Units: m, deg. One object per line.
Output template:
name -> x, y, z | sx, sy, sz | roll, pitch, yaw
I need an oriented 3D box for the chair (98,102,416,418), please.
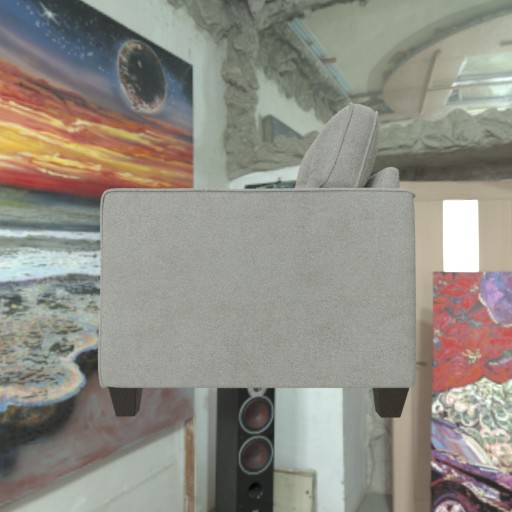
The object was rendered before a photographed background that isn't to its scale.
chair -> 0.000, 0.000, 1.761 | 0.939, 0.965, 1.015 | 0, -1, 0
